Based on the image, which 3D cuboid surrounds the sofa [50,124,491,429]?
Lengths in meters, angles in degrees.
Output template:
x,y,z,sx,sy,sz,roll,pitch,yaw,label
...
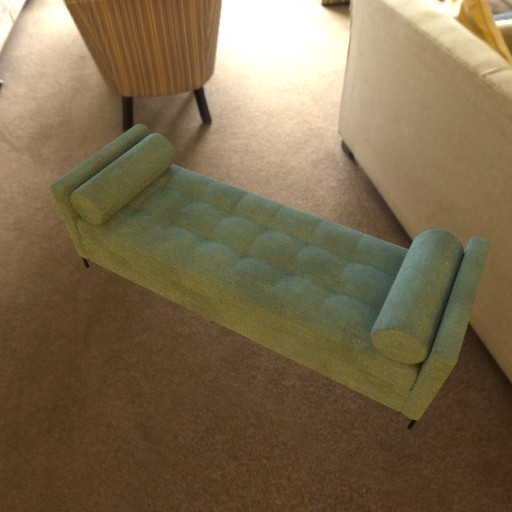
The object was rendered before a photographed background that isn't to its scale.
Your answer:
x,y,z,sx,sy,sz,roll,pitch,yaw,label
0.000,0.000,2.279,1.981,0.635,0.686,23,51,20,sofa
